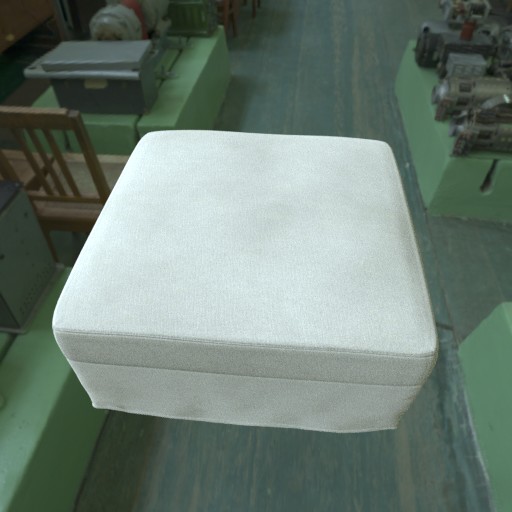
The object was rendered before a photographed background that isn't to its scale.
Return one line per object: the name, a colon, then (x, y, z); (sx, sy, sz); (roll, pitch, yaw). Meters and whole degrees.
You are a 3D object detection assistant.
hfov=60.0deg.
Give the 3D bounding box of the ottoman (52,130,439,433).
ottoman: (0.000, 0.000, 1.308); (0.842, 0.441, 0.843); (3, 46, 3)
